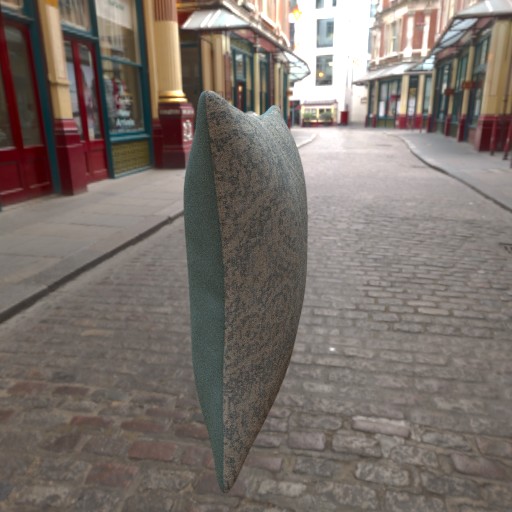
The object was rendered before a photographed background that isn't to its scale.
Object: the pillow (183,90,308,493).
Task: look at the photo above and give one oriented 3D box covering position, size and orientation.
[{"bbox_3d":[0.000,0.000,0.762,0.166,0.507,0.526,3,17,10],"label":"pillow"}]
